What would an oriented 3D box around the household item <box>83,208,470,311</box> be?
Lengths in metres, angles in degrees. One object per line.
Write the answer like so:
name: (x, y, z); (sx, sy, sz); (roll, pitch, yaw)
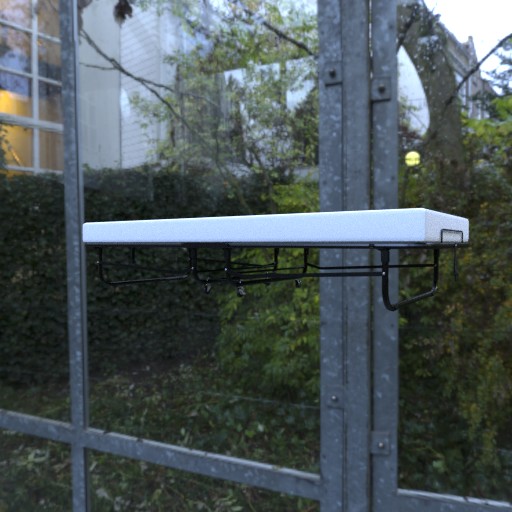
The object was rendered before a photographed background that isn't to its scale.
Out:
household item: (0.000, 0.000, 2.251); (1.905, 0.356, 0.787); (1, 2, 35)
